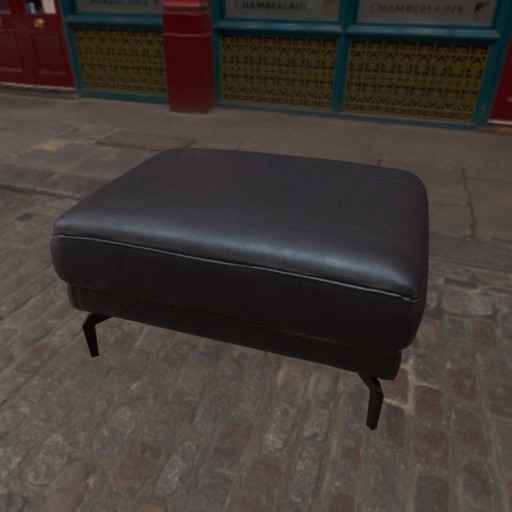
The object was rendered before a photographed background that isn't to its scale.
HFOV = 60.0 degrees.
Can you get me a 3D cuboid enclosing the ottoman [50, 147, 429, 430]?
[{"bbox_3d":[0.000,0.000,1.090,0.764,0.402,0.570,10,32,16],"label":"ottoman"}]
